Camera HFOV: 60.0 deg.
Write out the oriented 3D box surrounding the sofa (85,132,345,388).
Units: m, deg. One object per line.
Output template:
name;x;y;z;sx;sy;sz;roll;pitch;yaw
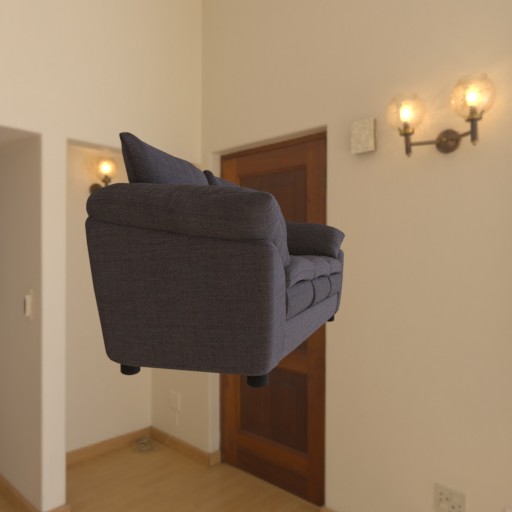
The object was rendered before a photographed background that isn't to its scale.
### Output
sofa;0.000;0.000;2.851;0.883;1.080;2.336;0;0;18
